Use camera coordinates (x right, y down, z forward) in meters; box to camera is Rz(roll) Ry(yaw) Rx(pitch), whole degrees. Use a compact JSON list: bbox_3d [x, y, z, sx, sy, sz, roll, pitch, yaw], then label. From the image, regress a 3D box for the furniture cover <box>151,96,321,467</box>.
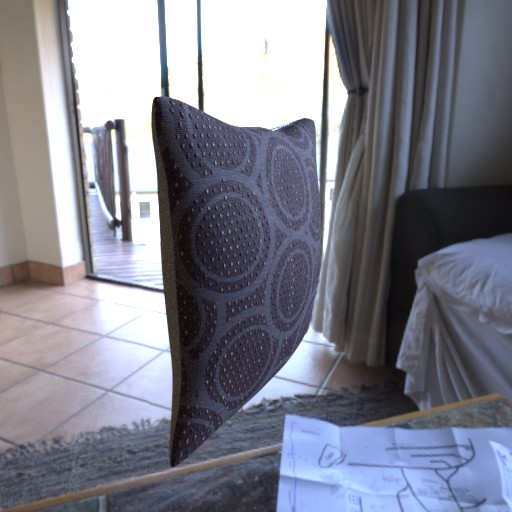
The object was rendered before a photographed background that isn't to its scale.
[{"bbox_3d":[0.000,0.000,0.814,0.193,0.509,0.552,7,16,25],"label":"furniture cover"}]
